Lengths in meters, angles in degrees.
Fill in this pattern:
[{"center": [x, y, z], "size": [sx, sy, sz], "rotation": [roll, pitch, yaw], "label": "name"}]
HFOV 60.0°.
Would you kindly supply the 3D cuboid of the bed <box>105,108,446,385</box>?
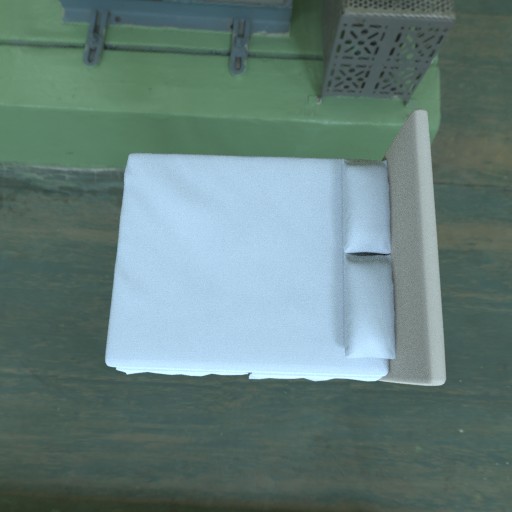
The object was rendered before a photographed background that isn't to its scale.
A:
[{"center": [0.000, 0.000, 3.217], "size": [2.142, 1.330, 1.748], "rotation": [2, 76, 0], "label": "bed"}]
